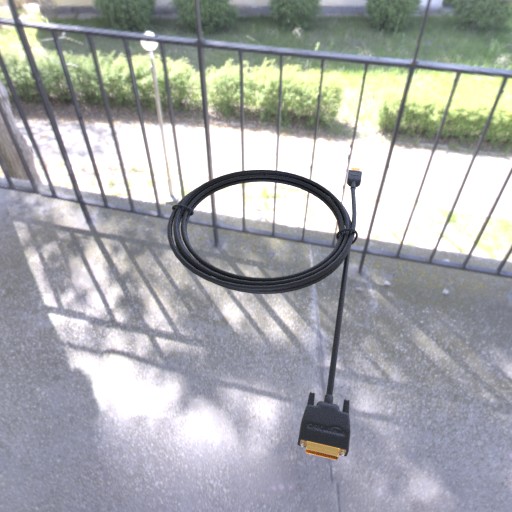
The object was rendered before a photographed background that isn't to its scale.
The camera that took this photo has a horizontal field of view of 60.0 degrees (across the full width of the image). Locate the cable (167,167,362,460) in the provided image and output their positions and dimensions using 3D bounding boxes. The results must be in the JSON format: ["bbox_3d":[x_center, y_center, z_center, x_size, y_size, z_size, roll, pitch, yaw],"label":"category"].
[{"bbox_3d":[0.000,0.000,0.531,0.257,0.030,0.422,9,46,9],"label":"cable"}]
